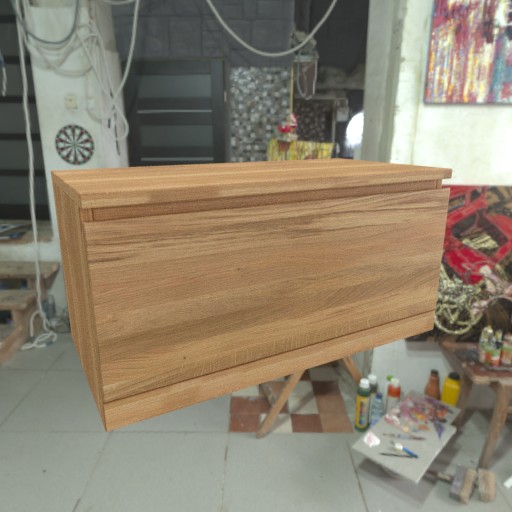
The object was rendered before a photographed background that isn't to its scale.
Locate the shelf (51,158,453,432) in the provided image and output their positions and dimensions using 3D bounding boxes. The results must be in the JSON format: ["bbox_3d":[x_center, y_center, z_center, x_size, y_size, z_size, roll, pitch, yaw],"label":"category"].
[{"bbox_3d":[0.000,0.000,1.040,0.800,0.400,0.400,-9,18,-28],"label":"shelf"}]
